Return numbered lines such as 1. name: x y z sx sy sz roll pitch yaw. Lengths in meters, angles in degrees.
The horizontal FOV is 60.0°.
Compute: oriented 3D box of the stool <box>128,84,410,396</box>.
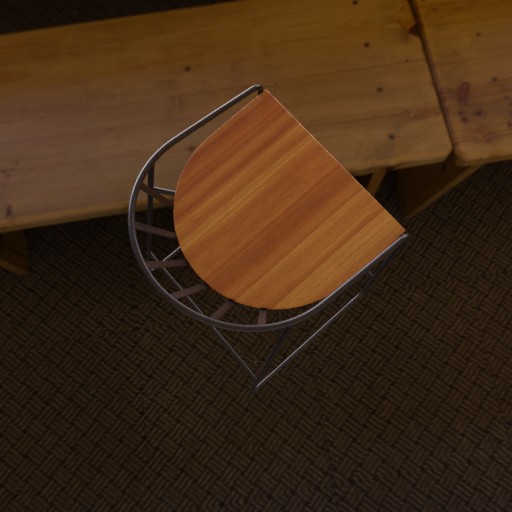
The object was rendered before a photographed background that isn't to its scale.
1. stool: 0.000 0.000 1.147 0.521 0.812 0.546 -40 80 -9
